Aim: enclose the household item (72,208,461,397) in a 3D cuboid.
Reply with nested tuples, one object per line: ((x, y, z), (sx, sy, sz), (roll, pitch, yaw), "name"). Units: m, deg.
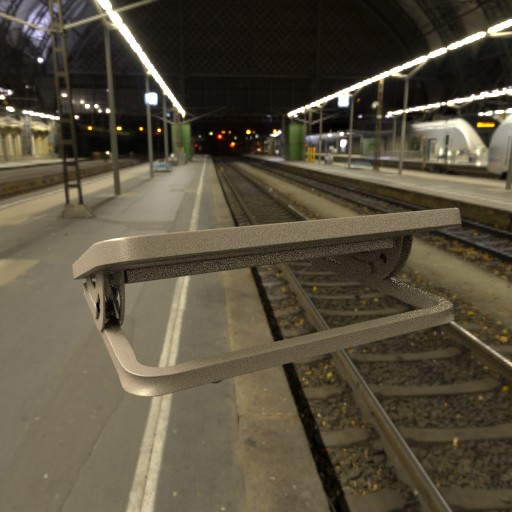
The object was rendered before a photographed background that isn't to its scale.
((0.000, 0.000, 0.529), (0.390, 0.126, 0.301), (-7, 15, -26), "household item")
